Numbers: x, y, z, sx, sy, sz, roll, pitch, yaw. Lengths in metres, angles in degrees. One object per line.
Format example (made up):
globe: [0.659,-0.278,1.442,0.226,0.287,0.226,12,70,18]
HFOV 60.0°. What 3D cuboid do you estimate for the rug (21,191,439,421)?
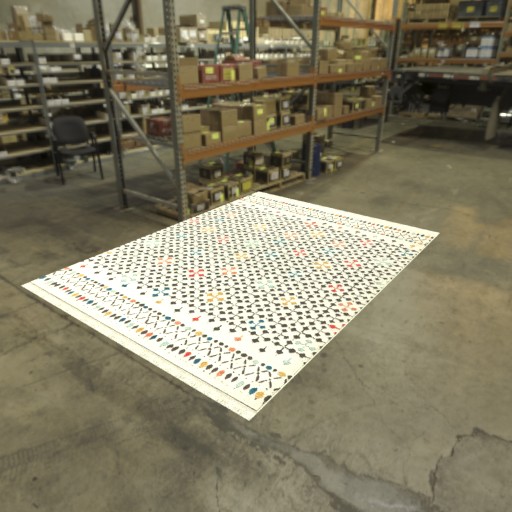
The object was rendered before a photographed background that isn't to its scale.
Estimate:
rug: [0.000,0.000,1.994,1.146,0.006,1.556,18,31,33]
